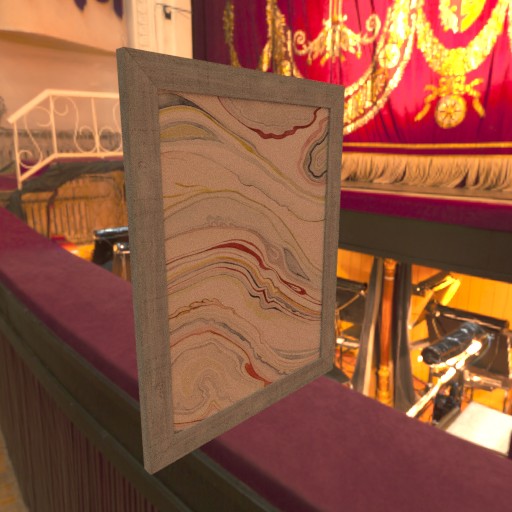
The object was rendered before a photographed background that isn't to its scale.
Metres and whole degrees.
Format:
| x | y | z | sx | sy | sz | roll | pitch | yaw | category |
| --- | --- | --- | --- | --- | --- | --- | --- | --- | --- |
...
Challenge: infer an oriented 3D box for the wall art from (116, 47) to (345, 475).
| x | y | z | sx | sy | sz | roll | pitch | yaw | category |
| --- | --- | --- | --- | --- | --- | --- | --- | --- | --- |
| 0.000 | 0.000 | 0.788 | 0.020 | 0.613 | 0.481 | 13 | 19 | 43 | wall art |
